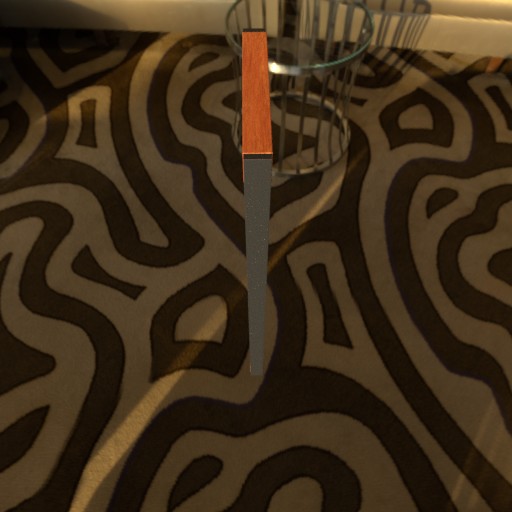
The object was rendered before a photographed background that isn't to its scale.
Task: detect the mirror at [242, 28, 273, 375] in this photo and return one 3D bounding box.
[{"bbox_3d":[0.000,0.000,1.243,0.047,1.123,0.343,-1,58,-1],"label":"mirror"}]
